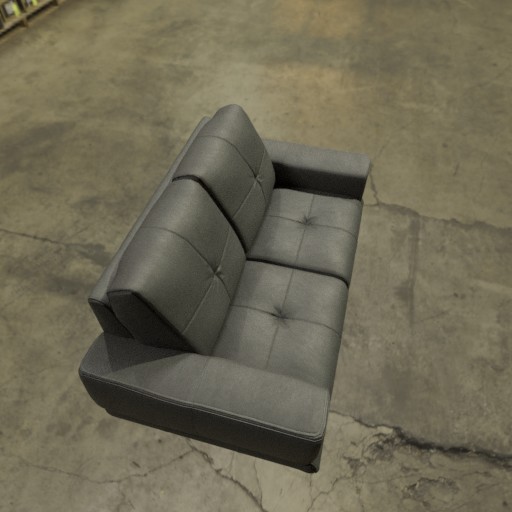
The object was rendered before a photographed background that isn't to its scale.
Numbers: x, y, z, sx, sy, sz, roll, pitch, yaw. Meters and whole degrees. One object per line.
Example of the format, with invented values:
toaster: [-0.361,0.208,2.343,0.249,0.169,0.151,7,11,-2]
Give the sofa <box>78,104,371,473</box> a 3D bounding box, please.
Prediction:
sofa: [0.000,0.000,2.290,1.018,0.907,1.806,12,50,10]
